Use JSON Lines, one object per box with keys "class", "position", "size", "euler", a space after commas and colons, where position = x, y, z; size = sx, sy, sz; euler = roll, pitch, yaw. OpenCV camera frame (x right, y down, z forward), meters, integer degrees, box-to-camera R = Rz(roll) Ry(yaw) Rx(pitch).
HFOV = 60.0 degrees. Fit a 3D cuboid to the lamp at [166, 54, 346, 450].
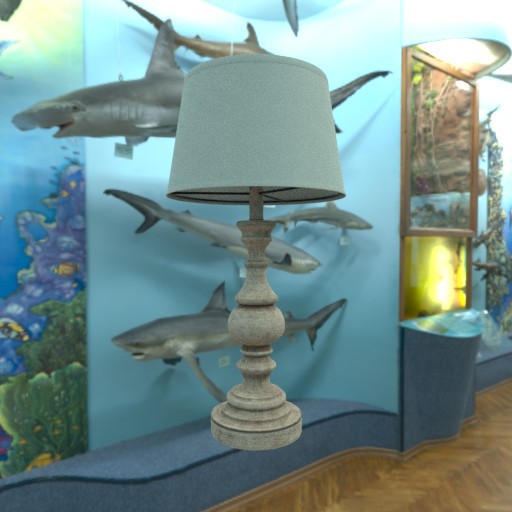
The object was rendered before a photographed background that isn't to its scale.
{"class": "lamp", "position": [0.000, 0.000, 0.855], "size": [0.340, 0.678, 0.340], "euler": [0, 2, 0]}
